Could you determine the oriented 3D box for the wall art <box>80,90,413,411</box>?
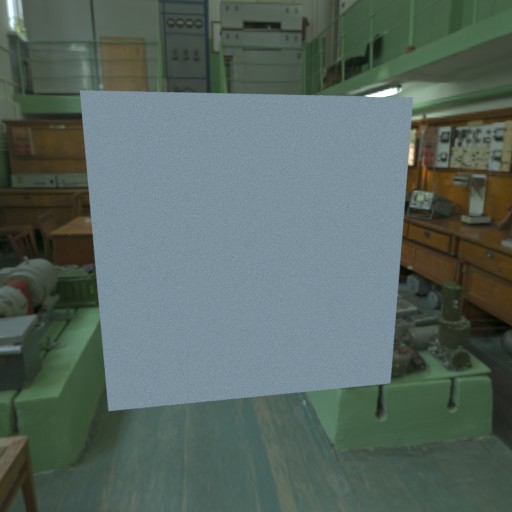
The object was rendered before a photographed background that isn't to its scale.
[{"bbox_3d":[0.000,0.000,0.814,0.559,0.559,0.028,-2,14,-10],"label":"wall art"}]
